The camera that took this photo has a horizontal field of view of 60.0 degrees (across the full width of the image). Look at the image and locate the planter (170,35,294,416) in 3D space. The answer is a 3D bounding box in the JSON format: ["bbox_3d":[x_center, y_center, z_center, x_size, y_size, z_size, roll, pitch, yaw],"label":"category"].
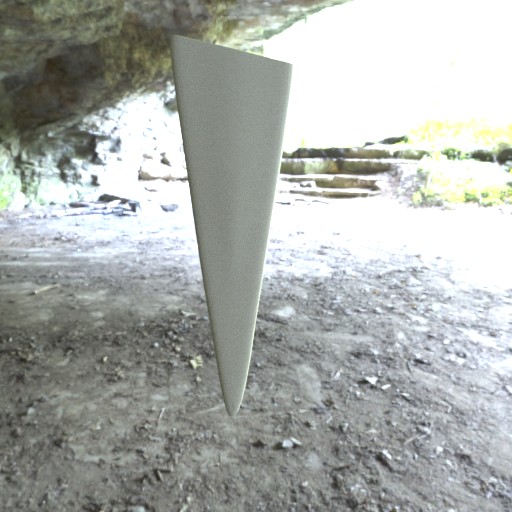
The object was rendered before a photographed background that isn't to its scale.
[{"bbox_3d":[0.000,0.000,0.392,0.065,0.338,0.143,7,16,26],"label":"planter"}]
